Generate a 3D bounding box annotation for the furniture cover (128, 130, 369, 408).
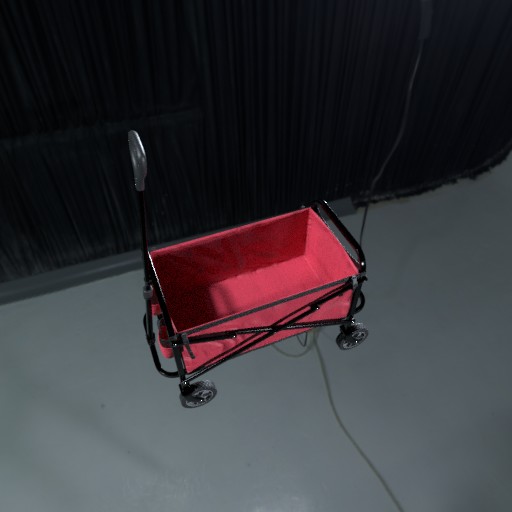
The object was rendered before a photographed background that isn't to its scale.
[{"bbox_3d":[0.000,0.000,1.837,1.038,1.295,0.532,-17,49,-15],"label":"furniture cover"}]
